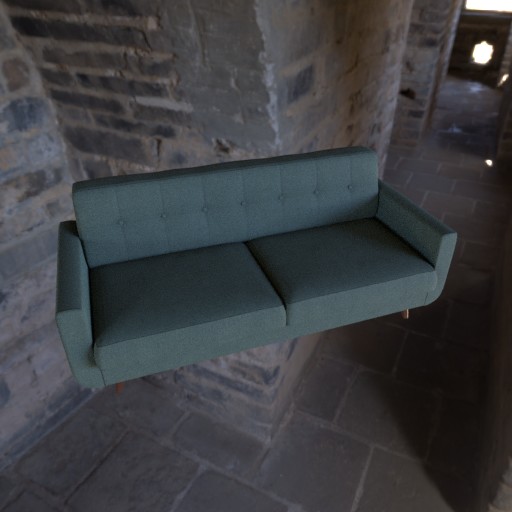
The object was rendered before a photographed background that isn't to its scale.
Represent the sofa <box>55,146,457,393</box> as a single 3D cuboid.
[{"bbox_3d":[0.000,0.000,2.486,2.029,0.841,0.909,-11,34,-16],"label":"sofa"}]
